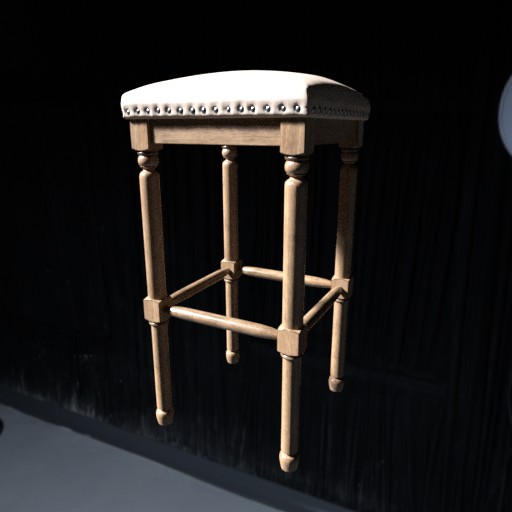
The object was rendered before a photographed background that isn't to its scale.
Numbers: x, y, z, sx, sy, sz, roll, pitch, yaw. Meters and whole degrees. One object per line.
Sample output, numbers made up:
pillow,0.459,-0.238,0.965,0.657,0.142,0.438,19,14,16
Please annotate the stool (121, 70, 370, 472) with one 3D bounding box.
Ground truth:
stool,0.000,0.000,0.998,0.382,0.768,0.383,8,18,26
